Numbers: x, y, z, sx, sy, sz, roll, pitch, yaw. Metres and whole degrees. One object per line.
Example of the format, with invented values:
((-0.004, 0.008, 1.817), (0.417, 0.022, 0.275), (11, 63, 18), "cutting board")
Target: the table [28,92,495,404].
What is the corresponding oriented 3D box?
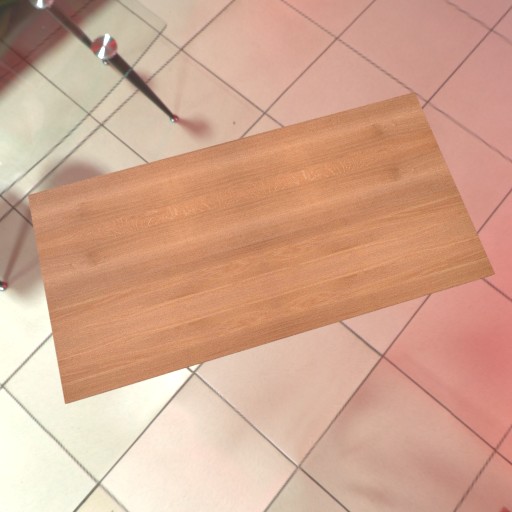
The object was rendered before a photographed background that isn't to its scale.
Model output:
((0.000, 0.000, 2.242), (1.800, 0.750, 0.900), (-16, 76, -4), "table")
